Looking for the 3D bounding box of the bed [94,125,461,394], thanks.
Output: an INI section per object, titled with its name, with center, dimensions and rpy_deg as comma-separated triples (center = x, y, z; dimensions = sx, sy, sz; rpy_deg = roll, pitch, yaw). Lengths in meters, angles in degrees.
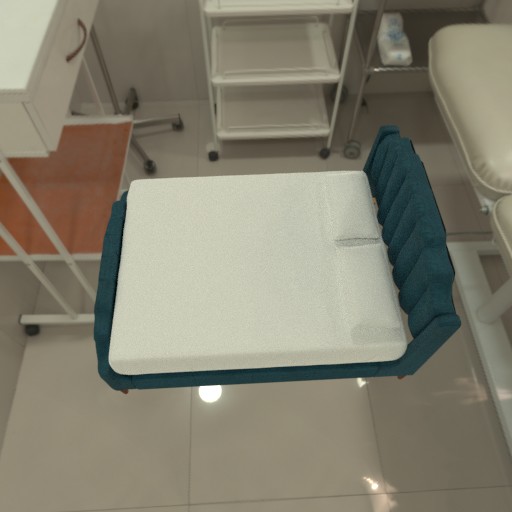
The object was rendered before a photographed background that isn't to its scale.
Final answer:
[bed]
center = 0.000, 0.000, 3.372
dimensions = 2.322, 1.351, 1.676
rpy_deg = -3, 58, -2
